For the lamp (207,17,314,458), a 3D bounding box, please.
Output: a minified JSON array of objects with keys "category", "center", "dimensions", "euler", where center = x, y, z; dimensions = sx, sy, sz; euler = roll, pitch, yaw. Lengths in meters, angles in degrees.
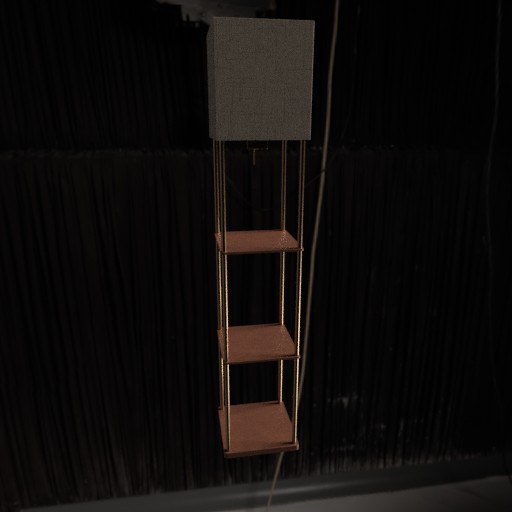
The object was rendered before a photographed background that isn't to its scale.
[{"category":"lamp","center":[0.000,0.000,1.694],"dimensions":[0.308,1.569,0.310],"euler":[-3,17,-9]}]
